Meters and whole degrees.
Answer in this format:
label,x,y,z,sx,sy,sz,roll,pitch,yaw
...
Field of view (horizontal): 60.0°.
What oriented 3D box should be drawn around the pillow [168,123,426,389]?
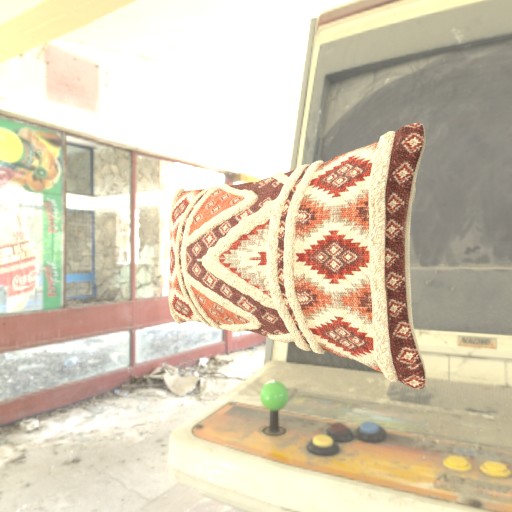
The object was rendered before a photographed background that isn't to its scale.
label,x,y,z,sx,sy,sz,roll,pitch,yaw
pillow,0.000,0.000,0.726,0.161,0.295,0.608,0,0,-37
